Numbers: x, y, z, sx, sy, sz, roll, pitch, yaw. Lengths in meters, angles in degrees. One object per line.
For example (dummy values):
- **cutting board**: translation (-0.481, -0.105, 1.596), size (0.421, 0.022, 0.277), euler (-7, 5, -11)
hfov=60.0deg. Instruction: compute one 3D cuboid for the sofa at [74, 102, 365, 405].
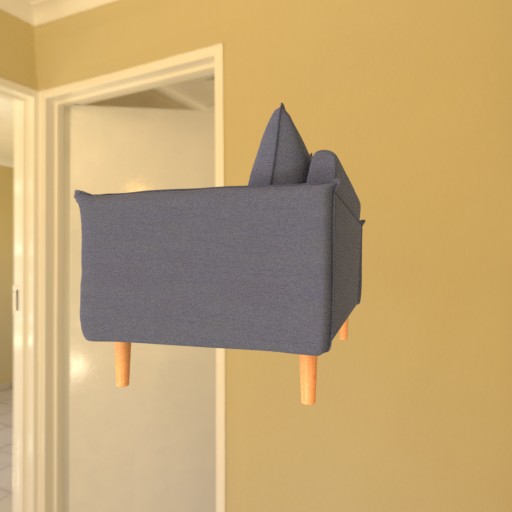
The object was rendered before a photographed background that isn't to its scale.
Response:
- **sofa**: translation (0.000, 0.000, 1.834), size (0.820, 0.840, 1.300), euler (0, 0, 17)
